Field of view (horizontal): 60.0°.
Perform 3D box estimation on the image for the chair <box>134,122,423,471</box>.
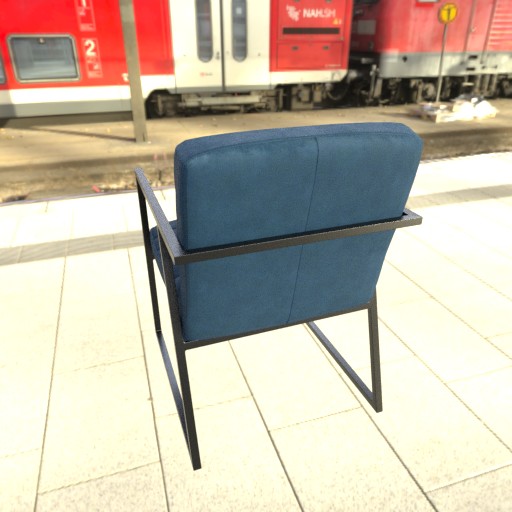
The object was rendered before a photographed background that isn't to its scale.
[{"bbox_3d":[0.000,0.000,1.284,0.571,0.833,0.677,-10,29,-18],"label":"chair"}]
